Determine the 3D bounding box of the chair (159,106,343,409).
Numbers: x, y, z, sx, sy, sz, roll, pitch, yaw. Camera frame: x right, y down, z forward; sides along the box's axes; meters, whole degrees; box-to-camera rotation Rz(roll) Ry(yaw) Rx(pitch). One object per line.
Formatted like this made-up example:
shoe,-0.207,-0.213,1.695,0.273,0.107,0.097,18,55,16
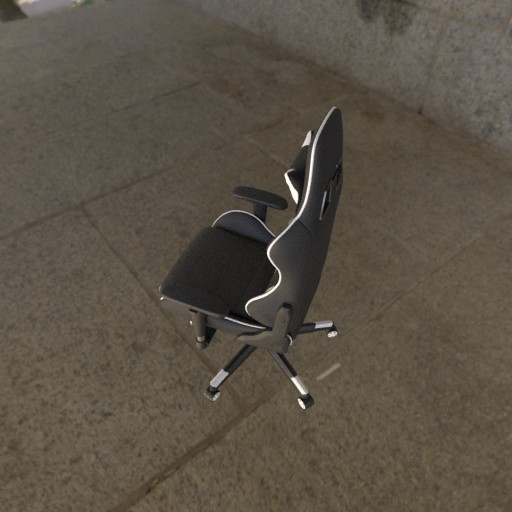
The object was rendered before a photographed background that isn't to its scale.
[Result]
chair,0.000,0.000,1.684,0.700,1.240,0.700,17,49,15
